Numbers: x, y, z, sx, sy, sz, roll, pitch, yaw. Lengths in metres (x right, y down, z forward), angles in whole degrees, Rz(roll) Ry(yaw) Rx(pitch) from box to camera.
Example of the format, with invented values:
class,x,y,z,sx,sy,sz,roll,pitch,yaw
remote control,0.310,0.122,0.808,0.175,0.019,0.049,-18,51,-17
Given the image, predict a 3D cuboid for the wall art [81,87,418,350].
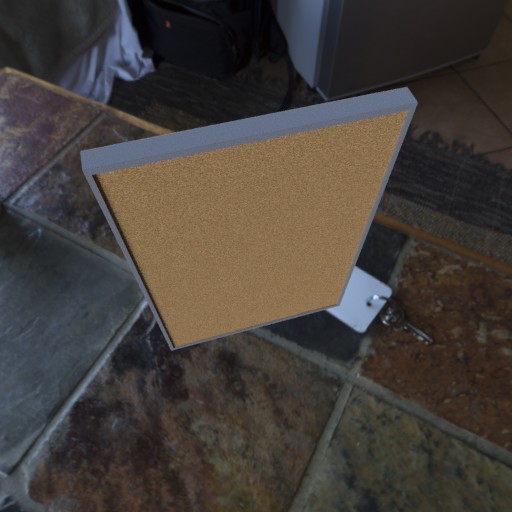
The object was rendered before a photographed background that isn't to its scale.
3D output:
class,x,y,z,sx,sy,sz,roll,pitch,yaw
wall art,0.000,0.000,0.982,0.511,0.753,0.039,-14,60,-8
